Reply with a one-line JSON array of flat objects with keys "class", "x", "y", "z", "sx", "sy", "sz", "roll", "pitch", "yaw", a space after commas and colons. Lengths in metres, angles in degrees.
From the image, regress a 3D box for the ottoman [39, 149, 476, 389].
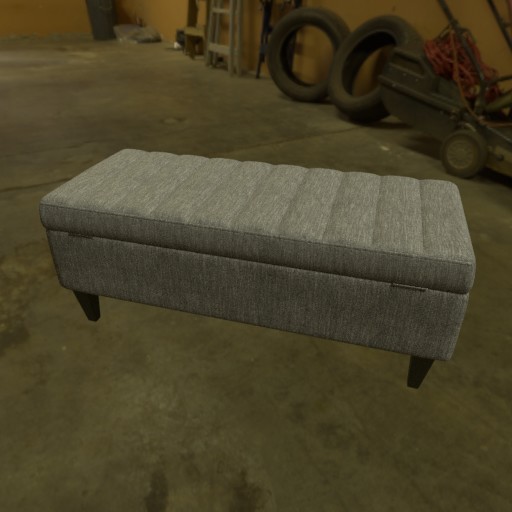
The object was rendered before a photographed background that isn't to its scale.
[{"class": "ottoman", "x": 0.000, "y": 0.000, "z": 1.393, "sx": 1.151, "sy": 0.469, "sz": 0.482, "roll": 9, "pitch": 33, "yaw": 14}]
